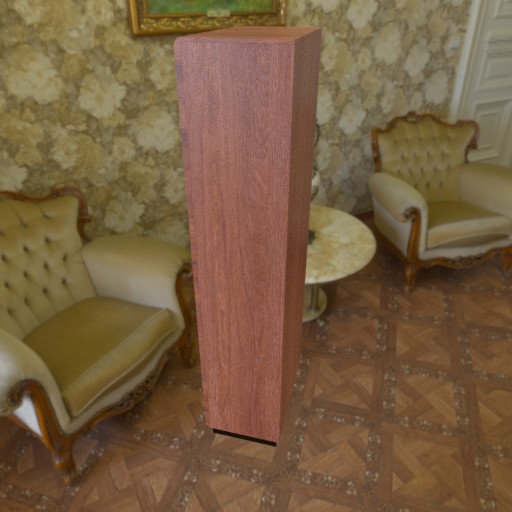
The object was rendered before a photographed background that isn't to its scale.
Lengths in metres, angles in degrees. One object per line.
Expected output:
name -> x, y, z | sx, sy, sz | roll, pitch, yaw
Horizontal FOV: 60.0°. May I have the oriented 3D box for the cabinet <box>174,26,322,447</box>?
cabinet -> 0.000, 0.000, 2.187 | 0.420, 1.980, 0.660 | 8, 31, 13
